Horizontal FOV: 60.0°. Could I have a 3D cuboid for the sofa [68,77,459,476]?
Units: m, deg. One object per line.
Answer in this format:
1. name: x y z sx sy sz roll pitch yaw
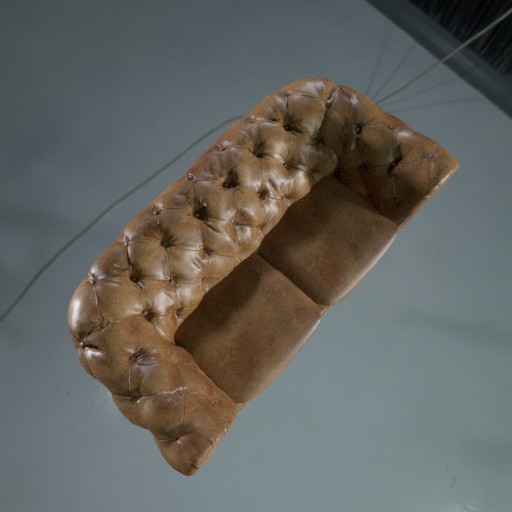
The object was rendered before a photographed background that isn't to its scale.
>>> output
1. sofa: 0.000 0.000 2.454 1.042 0.877 1.979 42 79 10
